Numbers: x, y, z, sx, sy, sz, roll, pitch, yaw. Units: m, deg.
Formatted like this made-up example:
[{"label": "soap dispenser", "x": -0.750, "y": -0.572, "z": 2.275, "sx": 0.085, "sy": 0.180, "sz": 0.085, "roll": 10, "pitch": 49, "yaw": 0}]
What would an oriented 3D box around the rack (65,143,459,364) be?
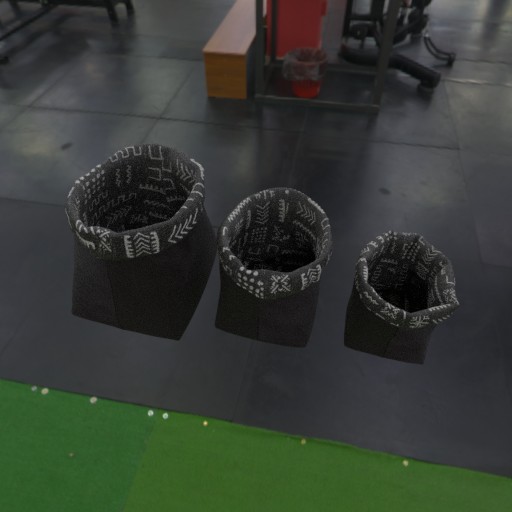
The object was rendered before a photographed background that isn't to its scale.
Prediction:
[{"label": "rack", "x": 0.000, "y": 0.000, "z": 1.075, "sx": 0.905, "sy": 0.323, "sz": 0.379, "roll": 10, "pitch": 47, "yaw": 10}]
